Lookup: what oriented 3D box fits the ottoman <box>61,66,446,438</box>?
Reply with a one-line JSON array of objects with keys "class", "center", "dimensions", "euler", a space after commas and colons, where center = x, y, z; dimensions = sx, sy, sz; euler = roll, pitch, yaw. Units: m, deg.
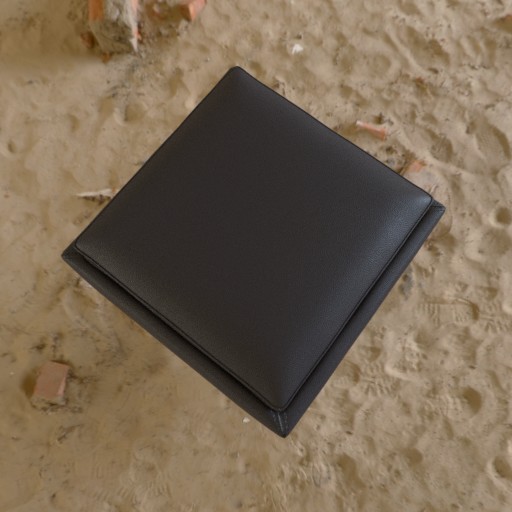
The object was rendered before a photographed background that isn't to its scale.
[{"class": "ottoman", "center": [0.000, 0.000, 0.840], "dimensions": [0.450, 0.460, 0.451], "euler": [37, 78, 9]}]
